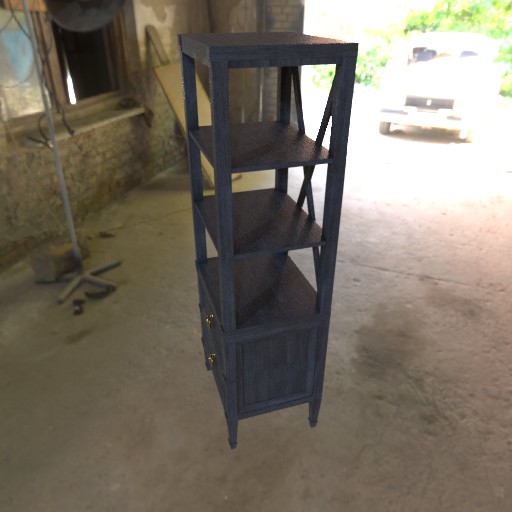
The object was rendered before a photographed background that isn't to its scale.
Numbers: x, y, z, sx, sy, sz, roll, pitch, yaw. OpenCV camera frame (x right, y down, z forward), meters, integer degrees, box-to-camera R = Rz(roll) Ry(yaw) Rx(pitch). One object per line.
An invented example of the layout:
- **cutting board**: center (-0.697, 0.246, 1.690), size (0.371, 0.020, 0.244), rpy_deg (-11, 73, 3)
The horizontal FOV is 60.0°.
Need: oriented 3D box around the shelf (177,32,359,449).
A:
- **shelf**: center (0.000, 0.000, 1.951), size (0.472, 1.727, 0.584), rpy_deg (-9, 31, -15)
